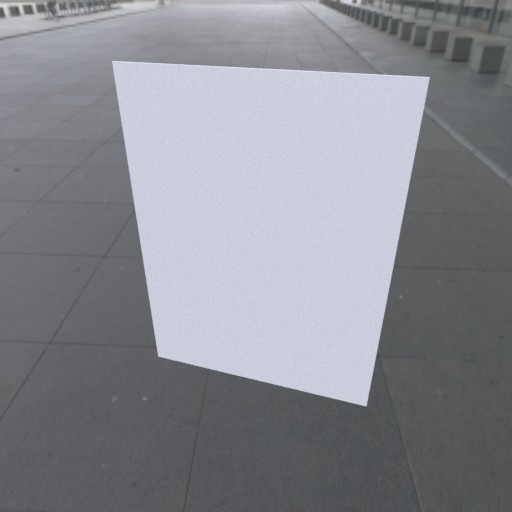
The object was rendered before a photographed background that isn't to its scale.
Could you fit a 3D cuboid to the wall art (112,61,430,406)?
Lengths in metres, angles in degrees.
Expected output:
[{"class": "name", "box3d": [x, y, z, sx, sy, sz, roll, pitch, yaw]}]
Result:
[{"class": "wall art", "box3d": [0.000, 0.000, 0.774, 0.457, 0.610, 0.003, 9, 33, 15]}]
